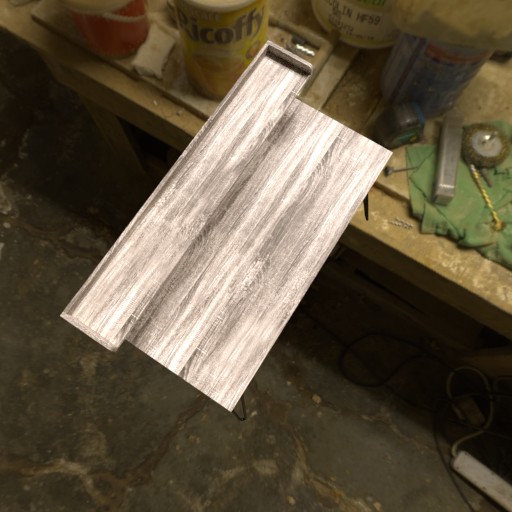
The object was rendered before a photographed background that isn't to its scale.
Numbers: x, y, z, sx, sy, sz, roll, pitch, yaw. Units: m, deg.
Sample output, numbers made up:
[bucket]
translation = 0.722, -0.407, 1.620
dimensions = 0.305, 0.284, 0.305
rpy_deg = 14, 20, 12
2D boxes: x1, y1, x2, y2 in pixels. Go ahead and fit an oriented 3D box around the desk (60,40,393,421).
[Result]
[desk]
translation = 0.000, 0.000, 1.672
dimensions = 0.605, 0.899, 1.135
rpy_deg = 32, 78, 8
